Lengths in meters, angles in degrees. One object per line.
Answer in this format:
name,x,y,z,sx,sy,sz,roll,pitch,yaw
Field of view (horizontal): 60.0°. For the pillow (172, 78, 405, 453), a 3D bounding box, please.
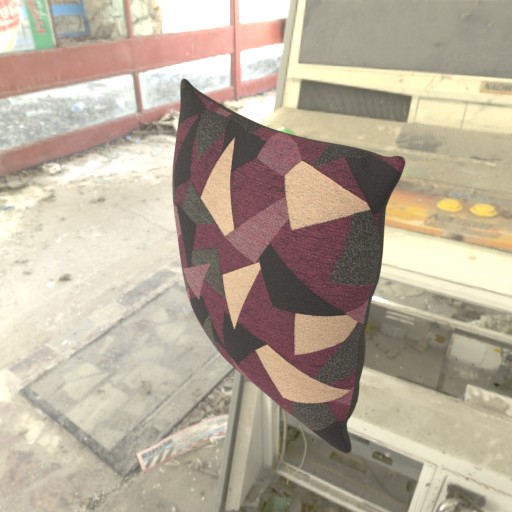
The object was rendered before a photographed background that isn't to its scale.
pillow,0.000,0.000,0.747,0.208,0.496,0.503,-21,37,-30
